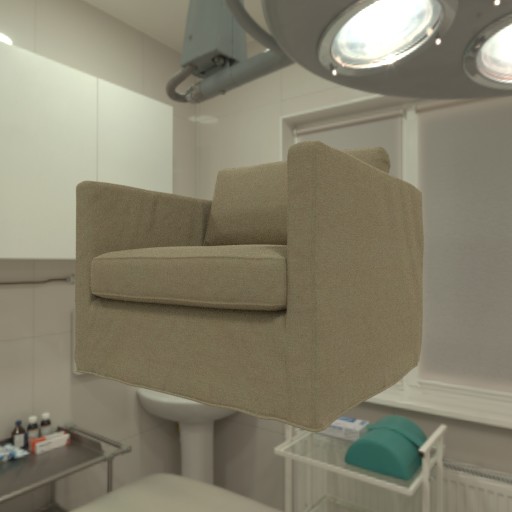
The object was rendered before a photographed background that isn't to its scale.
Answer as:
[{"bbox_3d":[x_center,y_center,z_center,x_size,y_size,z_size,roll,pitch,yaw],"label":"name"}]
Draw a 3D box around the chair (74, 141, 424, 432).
[{"bbox_3d":[0.000,0.000,1.734,1.057,0.863,0.949,0,-1,36],"label":"chair"}]
